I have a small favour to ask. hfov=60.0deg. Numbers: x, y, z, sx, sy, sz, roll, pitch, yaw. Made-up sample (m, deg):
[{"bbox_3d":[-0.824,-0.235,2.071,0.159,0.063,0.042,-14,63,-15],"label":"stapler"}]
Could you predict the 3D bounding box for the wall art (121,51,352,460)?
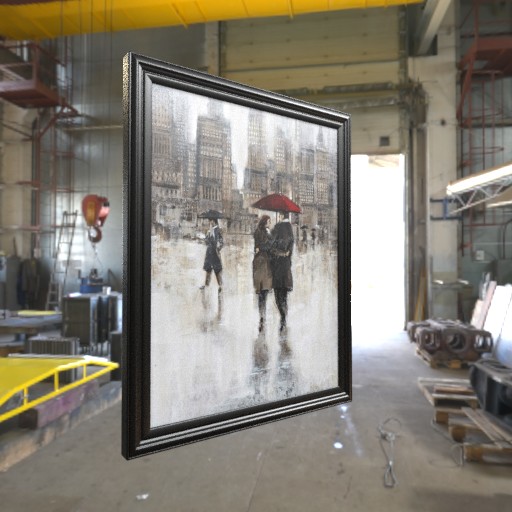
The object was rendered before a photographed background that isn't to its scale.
[{"bbox_3d":[0.000,0.000,1.584,0.950,1.194,0.053,1,-1,-36],"label":"wall art"}]
